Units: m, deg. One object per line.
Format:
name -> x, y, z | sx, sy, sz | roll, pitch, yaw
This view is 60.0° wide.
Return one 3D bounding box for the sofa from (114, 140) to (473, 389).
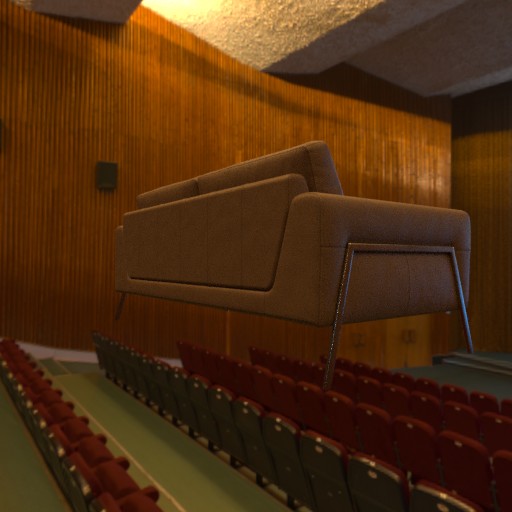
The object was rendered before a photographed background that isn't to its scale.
sofa -> 0.000, 0.000, 2.512 | 0.953, 0.875, 2.017 | 0, -1, -36
